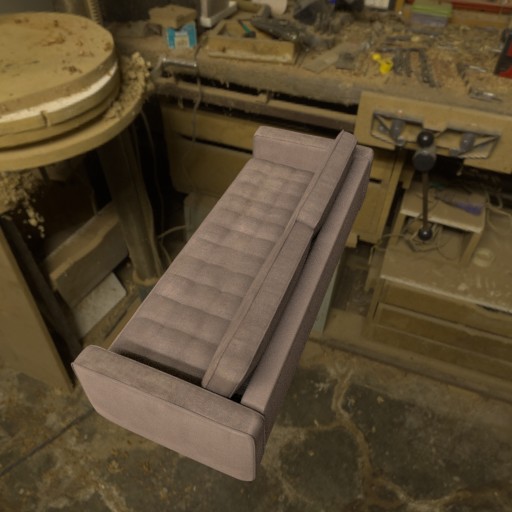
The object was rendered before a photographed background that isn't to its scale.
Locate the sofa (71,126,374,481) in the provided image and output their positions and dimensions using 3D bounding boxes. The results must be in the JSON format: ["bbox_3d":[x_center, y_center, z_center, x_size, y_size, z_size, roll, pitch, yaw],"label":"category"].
[{"bbox_3d":[0.000,0.000,2.715,0.923,0.813,2.295,17,49,15],"label":"sofa"}]
